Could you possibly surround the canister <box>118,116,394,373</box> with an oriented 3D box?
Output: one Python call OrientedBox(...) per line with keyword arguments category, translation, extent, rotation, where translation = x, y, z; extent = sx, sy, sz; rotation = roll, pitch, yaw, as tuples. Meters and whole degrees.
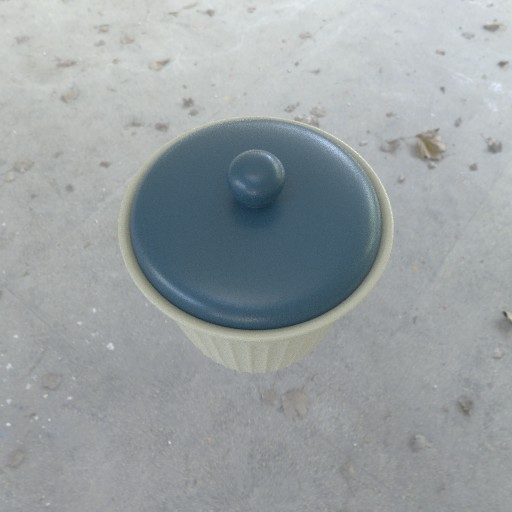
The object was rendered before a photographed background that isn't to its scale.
OrientedBox(category="canister", translation=(0.000, 0.000, 0.344), extent=(0.181, 0.211, 0.181), rotation=(0, 59, 0))
